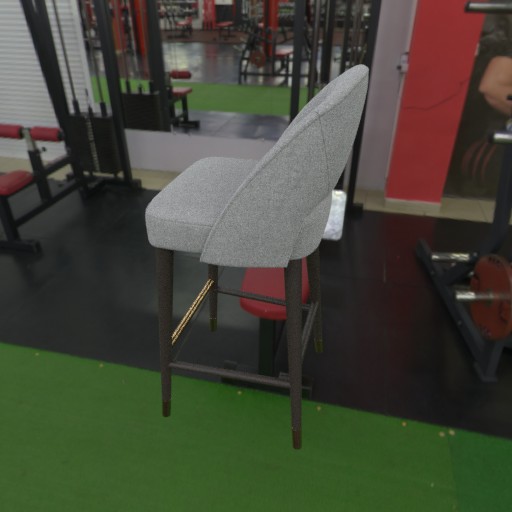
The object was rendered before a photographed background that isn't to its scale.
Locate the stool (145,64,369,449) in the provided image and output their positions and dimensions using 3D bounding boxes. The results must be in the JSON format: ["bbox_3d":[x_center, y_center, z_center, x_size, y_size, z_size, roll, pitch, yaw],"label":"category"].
[{"bbox_3d":[0.000,0.000,1.287,0.509,1.037,0.494,8,33,14],"label":"stool"}]
